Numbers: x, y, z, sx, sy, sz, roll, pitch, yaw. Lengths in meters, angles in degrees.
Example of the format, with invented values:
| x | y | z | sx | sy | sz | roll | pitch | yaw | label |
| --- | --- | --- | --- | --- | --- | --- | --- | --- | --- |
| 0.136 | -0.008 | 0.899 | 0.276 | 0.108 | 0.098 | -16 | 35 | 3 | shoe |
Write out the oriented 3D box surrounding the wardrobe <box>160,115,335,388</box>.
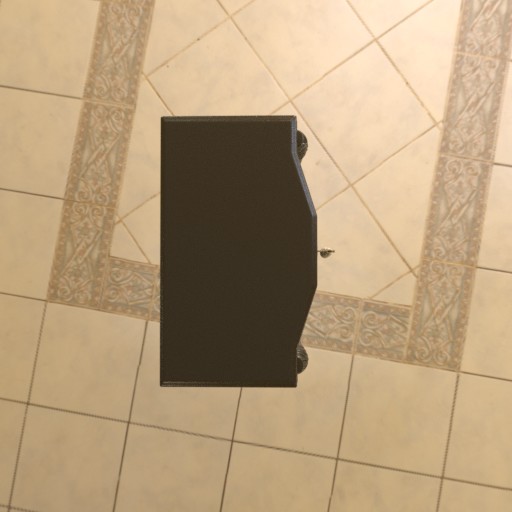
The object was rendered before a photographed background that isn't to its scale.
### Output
| x | y | z | sx | sy | sz | roll | pitch | yaw | label |
| --- | --- | --- | --- | --- | --- | --- | --- | --- | --- |
| 0.000 | 0.000 | 1.195 | 0.295 | 1.011 | 0.444 | 0 | 89 | 1 | wardrobe |
